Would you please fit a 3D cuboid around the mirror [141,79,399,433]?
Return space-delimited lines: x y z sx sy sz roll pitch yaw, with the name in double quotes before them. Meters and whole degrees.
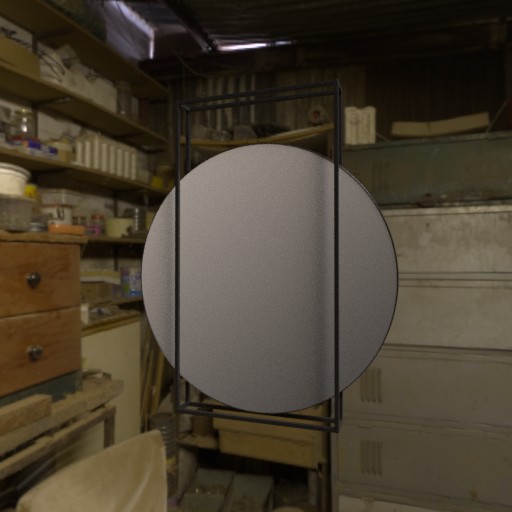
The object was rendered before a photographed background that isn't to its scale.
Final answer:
"mirror" 0.000 0.000 0.830 0.508 0.603 0.051 0 -1 19
